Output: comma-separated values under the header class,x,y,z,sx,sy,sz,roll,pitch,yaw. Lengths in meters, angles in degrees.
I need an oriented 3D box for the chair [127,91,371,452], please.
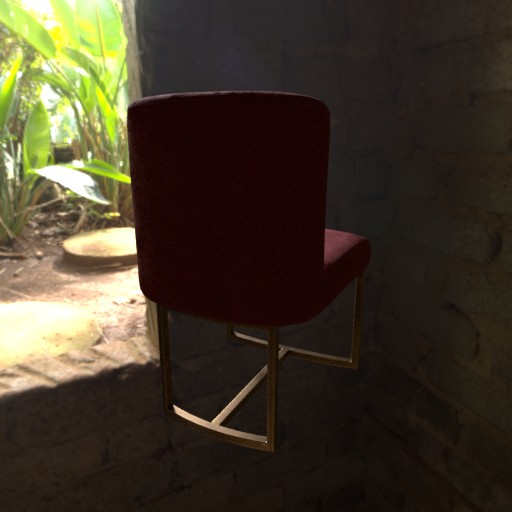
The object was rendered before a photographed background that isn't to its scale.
class,x,y,z,sx,sy,sz,roll,pitch,yaw
chair,0.000,0.000,1.231,0.530,0.824,0.560,8,18,26
